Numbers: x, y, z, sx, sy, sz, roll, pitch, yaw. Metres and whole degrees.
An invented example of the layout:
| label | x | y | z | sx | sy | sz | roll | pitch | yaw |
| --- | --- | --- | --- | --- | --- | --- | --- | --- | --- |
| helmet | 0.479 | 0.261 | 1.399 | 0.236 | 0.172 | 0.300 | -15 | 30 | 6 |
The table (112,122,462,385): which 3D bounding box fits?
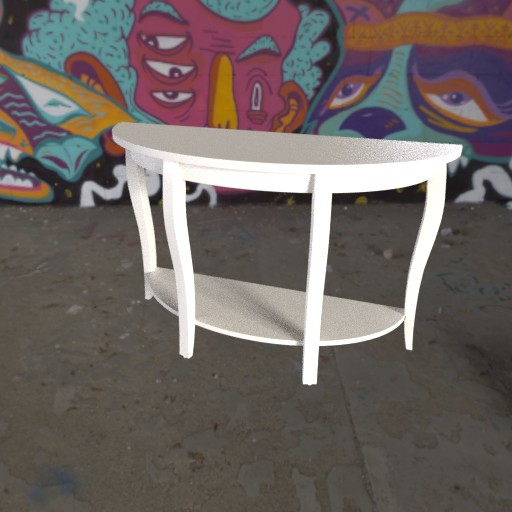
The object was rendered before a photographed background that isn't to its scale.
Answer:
| label | x | y | z | sx | sy | sz | roll | pitch | yaw |
| --- | --- | --- | --- | --- | --- | --- | --- | --- | --- |
| table | 0.000 | 0.000 | 1.560 | 1.219 | 0.780 | 0.394 | 9 | 28 | 16 |
